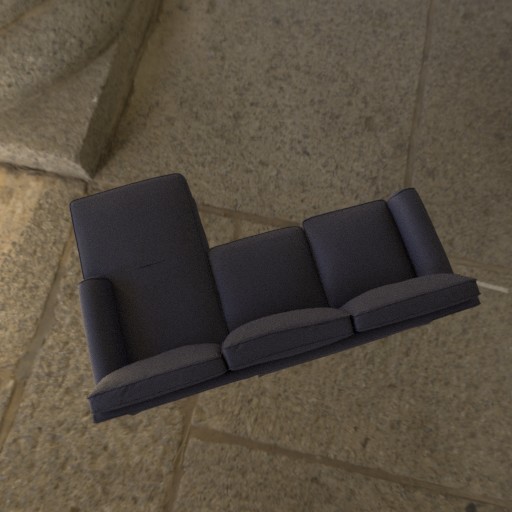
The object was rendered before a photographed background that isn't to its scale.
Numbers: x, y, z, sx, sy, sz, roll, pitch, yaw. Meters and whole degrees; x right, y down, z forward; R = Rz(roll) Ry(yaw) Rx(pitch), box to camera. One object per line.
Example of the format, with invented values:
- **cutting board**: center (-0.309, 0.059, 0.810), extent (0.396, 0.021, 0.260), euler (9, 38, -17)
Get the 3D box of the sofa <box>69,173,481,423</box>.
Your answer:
- **sofa**: center (0.000, 0.000, 3.204), extent (2.518, 1.039, 1.637), euler (-16, 75, -4)
